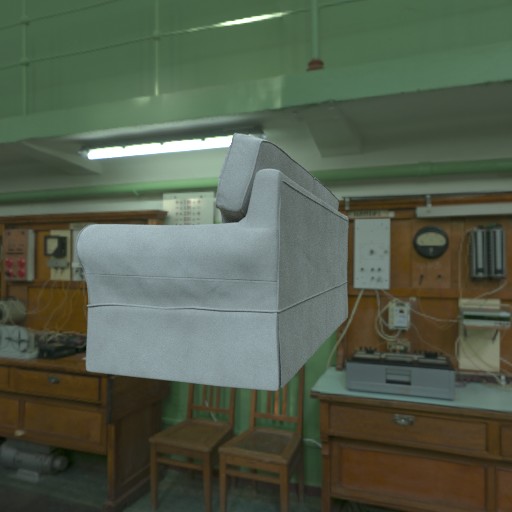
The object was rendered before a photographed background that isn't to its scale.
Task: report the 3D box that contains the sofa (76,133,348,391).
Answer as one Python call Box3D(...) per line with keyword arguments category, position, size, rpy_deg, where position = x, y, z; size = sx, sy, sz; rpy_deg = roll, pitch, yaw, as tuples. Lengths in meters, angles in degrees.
Box3D(category="sofa", position=(0.000, 0.000, 2.769), size=(0.900, 1.014, 2.246), rpy_deg=(0, 0, 19))
